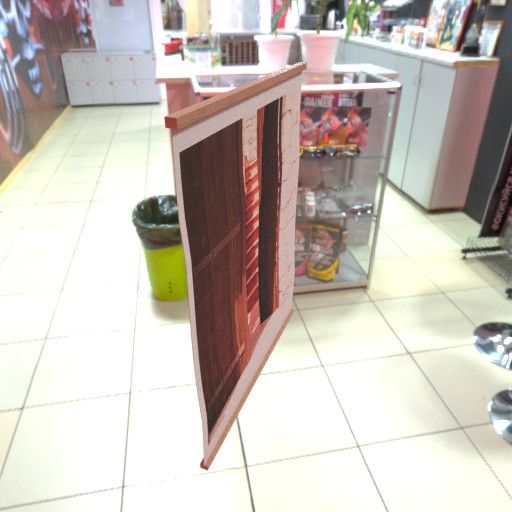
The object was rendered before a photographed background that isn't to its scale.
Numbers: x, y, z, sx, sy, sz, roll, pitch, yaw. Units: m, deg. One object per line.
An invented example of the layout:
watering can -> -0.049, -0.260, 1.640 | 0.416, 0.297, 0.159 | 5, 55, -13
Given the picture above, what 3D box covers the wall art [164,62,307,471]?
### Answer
wall art -> 0.000, 0.000, 0.686 | 0.013, 0.508, 0.406 | 12, 32, 19
